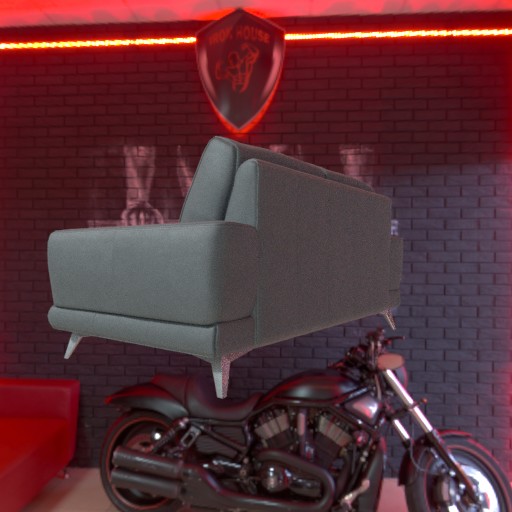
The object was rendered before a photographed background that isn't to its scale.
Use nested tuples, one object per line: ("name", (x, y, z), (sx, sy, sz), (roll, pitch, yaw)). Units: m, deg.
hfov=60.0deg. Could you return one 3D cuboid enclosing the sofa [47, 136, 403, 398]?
("sofa", (0.000, 0.000, 2.355), (1.018, 0.907, 1.806), (0, 0, 36))
